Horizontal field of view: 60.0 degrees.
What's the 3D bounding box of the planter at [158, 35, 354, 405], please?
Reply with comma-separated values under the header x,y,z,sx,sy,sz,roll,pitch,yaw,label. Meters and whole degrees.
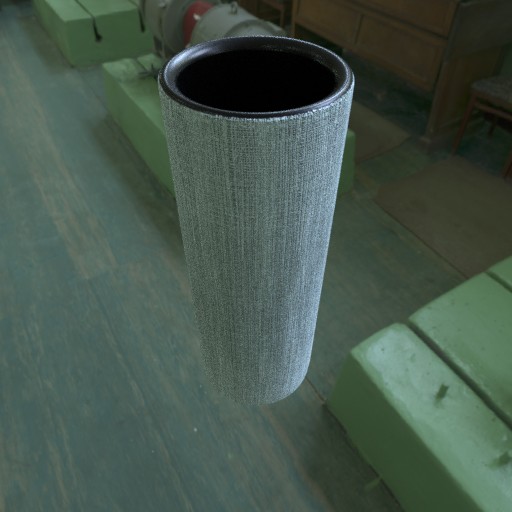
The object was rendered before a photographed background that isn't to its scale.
x,y,z,sx,sy,sz,roll,pitch,yaw,label
0.000,0.000,0.321,0.100,0.270,0.100,-24,50,-22,planter
